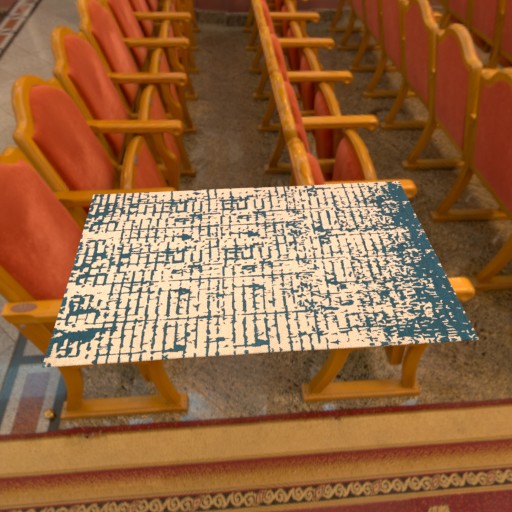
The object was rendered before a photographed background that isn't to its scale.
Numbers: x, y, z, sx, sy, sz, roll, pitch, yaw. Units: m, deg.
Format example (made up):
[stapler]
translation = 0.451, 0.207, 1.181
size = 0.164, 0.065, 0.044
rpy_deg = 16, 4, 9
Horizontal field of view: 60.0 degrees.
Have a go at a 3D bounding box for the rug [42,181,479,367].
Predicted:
[rug]
translation = 0.000, 0.000, 2.990
size = 2.435, 0.011, 1.517
rpy_deg = -3, 46, -3
